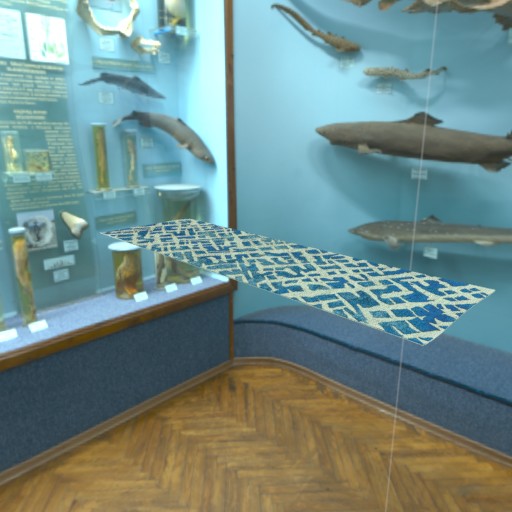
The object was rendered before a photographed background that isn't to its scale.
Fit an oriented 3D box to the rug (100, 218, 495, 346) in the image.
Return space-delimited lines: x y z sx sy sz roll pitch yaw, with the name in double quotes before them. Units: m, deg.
"rug" 0.000 0.000 2.651 0.768 0.011 2.446 -15 22 -43
